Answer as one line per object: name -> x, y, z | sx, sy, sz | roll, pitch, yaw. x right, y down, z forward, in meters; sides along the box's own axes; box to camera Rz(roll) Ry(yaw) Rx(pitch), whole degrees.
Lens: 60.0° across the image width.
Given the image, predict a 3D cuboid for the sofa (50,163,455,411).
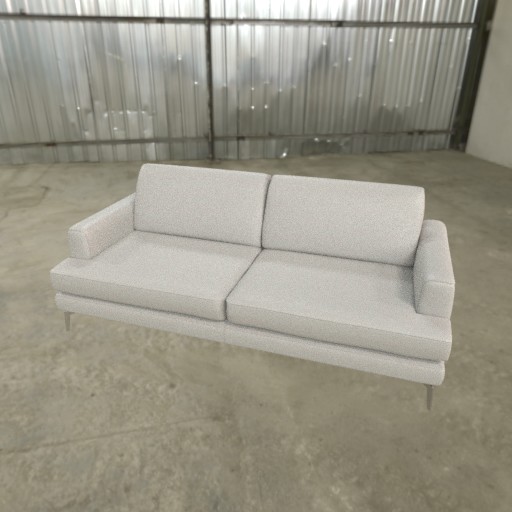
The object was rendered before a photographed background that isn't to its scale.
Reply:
sofa -> 0.000, 0.000, 2.395 | 1.940, 0.765, 0.974 | 8, 27, 16
